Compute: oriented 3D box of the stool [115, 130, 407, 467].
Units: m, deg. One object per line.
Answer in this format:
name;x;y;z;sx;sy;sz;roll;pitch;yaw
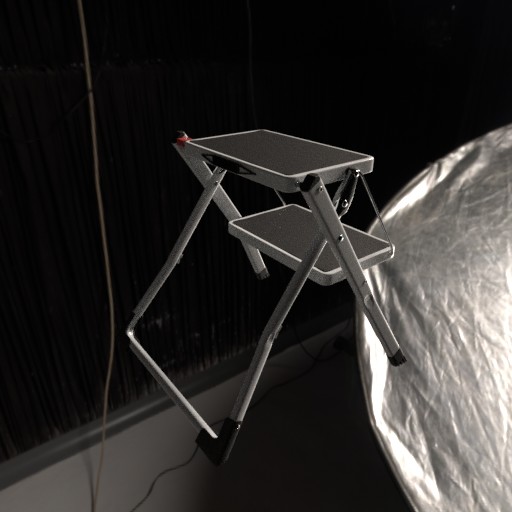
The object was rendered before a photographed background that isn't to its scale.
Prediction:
stool;0.000;0.000;0.896;0.490;0.445;0.485;-19;32;-33
